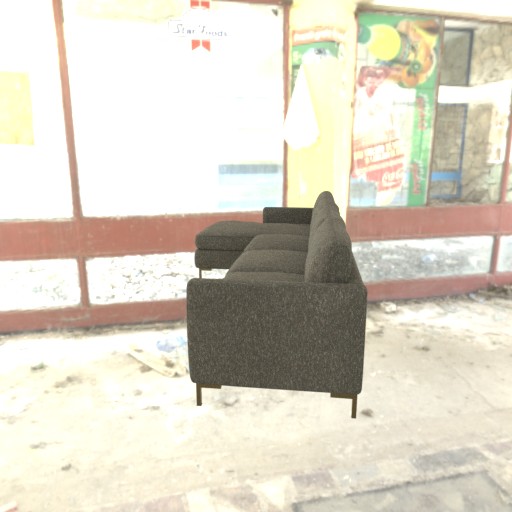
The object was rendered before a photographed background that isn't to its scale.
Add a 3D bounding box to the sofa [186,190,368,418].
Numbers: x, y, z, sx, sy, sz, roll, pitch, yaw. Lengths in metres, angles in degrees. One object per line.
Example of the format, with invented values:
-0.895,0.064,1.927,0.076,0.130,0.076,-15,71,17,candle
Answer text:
0.000,0.000,3.368,1.350,0.810,2.932,2,13,8,sofa
